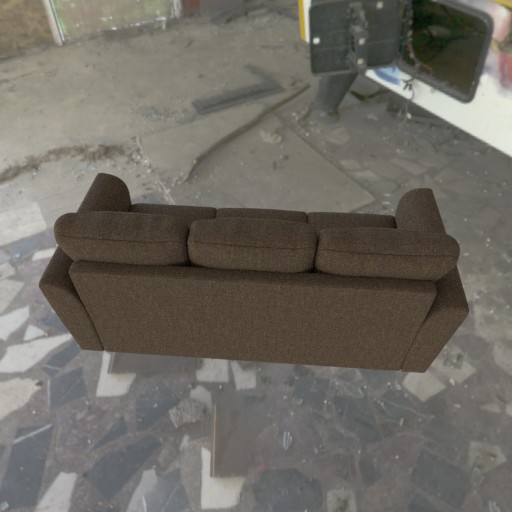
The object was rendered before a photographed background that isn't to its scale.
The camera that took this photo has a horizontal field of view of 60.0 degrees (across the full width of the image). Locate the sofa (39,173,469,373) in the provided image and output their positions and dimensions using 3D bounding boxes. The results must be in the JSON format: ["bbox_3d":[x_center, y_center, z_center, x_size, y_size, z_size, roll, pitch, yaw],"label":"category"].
[{"bbox_3d":[0.000,0.000,2.289,1.847,0.891,0.837,3,47,3],"label":"sofa"}]
